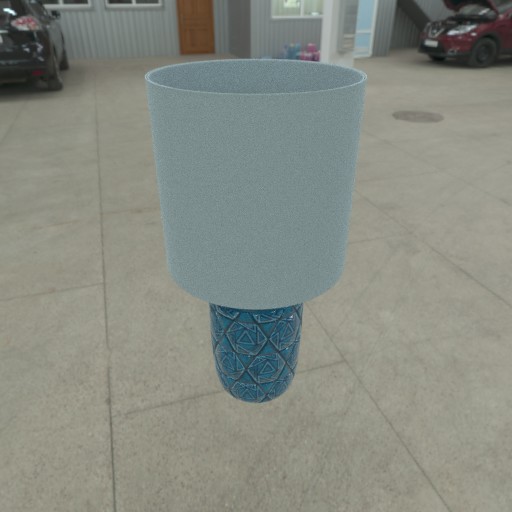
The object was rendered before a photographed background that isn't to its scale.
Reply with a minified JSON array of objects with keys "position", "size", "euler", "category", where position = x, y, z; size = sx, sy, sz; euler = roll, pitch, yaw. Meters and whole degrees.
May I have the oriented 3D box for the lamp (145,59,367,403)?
[{"position":[0.000,0.000,0.489],"size":[0.193,0.377,0.193],"euler":[21,37,31],"category":"lamp"}]
